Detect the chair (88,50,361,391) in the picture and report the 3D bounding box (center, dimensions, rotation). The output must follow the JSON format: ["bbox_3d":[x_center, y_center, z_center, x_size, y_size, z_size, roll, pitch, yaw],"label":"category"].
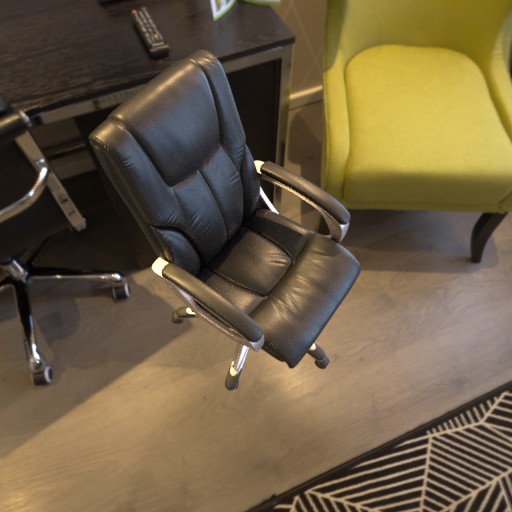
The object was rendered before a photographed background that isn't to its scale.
[{"bbox_3d":[0.000,0.000,1.605,0.780,1.145,0.700,32,64,18],"label":"chair"}]
